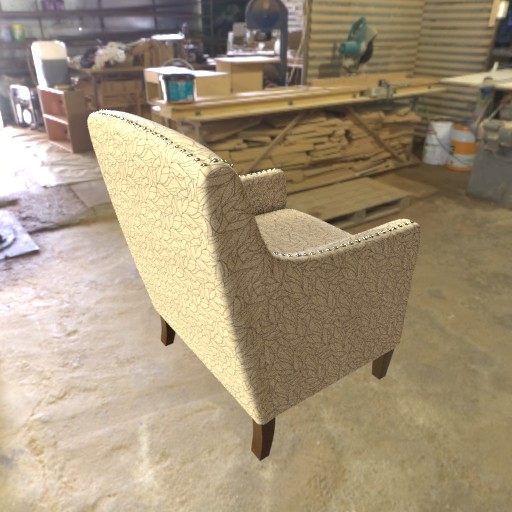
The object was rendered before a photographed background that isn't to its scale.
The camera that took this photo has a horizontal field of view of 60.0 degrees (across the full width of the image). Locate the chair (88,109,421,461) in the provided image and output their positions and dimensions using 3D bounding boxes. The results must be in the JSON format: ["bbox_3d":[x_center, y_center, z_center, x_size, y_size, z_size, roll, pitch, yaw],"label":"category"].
[{"bbox_3d":[0.000,0.000,1.274,0.651,0.816,0.623,-18,33,-31],"label":"chair"}]
